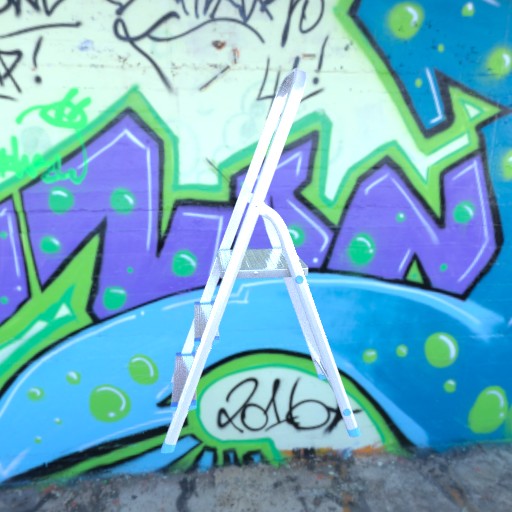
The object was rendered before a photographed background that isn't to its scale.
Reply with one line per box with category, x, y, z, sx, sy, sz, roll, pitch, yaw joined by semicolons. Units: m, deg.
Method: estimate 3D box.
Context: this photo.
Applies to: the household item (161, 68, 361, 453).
household item;0.000;0.000;1.556;0.687;1.215;0.420;-2;14;-7
